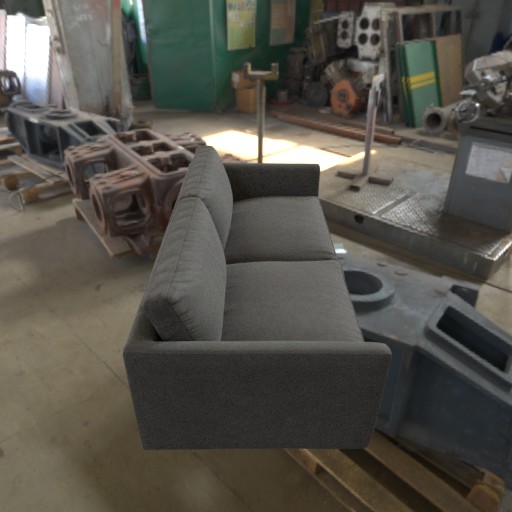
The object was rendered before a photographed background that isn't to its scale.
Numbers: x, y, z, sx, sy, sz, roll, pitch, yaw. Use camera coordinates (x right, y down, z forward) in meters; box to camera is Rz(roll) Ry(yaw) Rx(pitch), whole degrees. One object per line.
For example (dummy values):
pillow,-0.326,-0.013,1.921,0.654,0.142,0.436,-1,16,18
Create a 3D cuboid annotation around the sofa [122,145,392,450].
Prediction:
sofa,0.000,0.000,2.822,1.092,0.838,2.257,0,31,0
